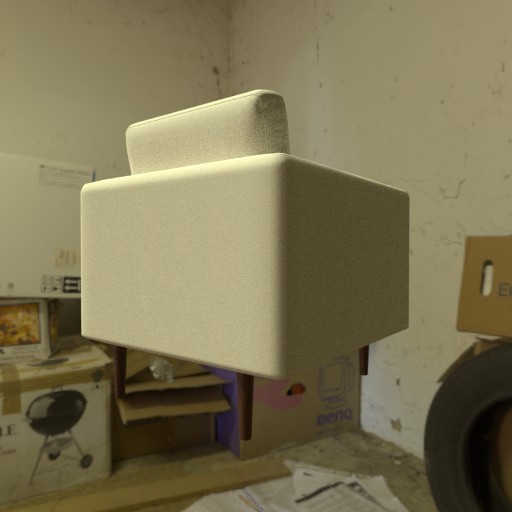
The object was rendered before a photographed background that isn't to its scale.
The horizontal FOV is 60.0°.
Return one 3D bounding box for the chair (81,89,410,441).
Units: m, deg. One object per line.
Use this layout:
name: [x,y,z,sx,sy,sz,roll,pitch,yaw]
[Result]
chair: [0.000,0.000,1.563,0.831,0.899,0.879,1,1,38]
